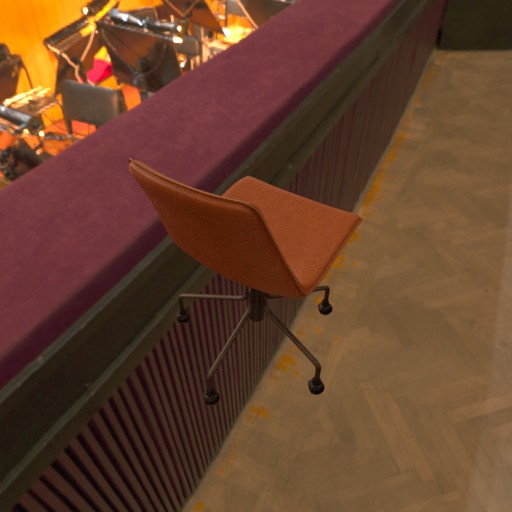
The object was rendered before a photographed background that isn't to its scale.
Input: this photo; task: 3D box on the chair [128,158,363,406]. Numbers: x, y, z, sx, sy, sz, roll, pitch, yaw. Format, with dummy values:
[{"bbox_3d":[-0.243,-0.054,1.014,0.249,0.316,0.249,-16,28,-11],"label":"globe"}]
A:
[{"bbox_3d":[0.000,0.000,1.411,0.651,0.920,0.660,24,50,22],"label":"chair"}]
